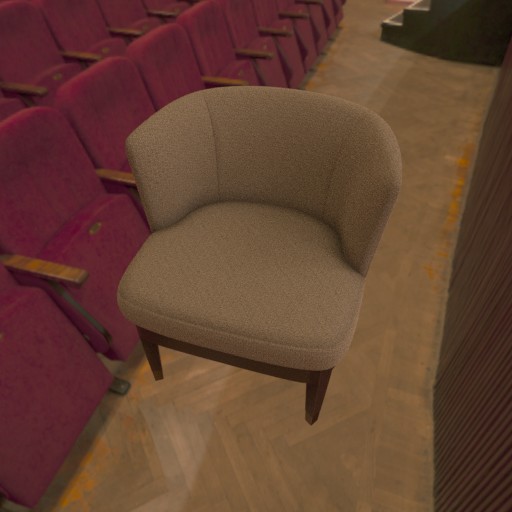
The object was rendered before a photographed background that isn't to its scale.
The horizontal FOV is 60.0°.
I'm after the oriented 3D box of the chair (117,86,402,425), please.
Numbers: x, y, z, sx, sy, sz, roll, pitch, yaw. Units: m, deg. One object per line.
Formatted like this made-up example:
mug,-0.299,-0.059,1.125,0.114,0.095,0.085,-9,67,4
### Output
chair,0.000,0.000,1.305,0.700,0.760,0.660,12,43,13
